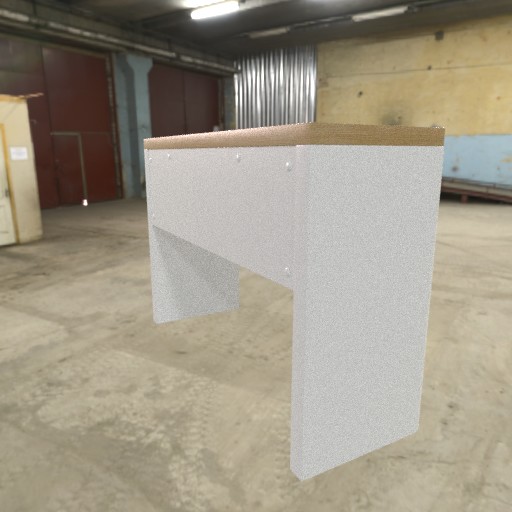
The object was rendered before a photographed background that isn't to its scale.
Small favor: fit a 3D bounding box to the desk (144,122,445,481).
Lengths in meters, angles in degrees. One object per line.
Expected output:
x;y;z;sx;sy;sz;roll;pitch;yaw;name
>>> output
0.000;0.000;1.444;0.390;0.760;1.100;-7;15;-29;desk
